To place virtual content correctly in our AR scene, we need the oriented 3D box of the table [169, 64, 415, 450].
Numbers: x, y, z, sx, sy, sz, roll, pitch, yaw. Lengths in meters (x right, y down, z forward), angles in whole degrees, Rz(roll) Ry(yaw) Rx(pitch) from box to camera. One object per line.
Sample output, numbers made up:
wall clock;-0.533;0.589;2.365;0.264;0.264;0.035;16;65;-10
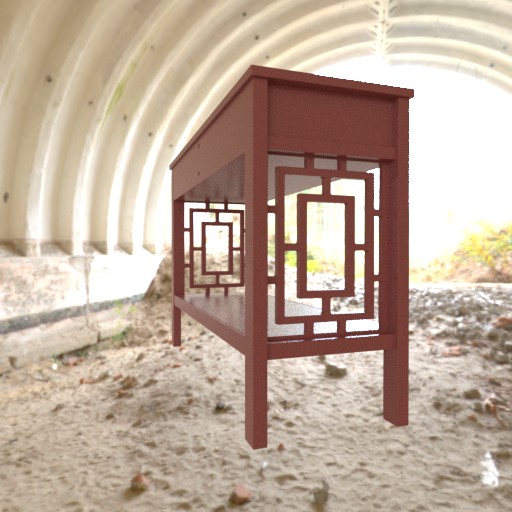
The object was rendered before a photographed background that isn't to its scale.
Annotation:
table;0.000;0.000;1.429;0.397;0.753;1.068;0;1;-19
